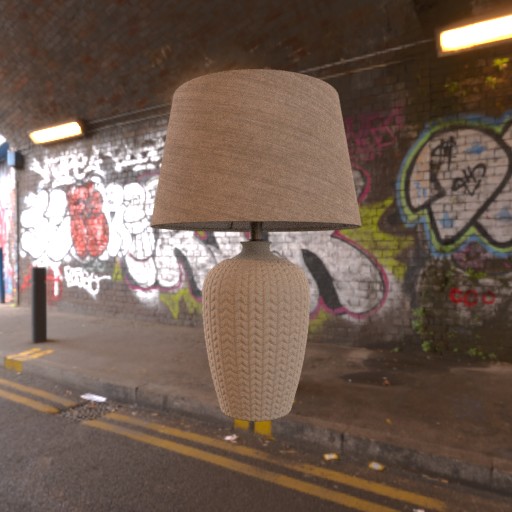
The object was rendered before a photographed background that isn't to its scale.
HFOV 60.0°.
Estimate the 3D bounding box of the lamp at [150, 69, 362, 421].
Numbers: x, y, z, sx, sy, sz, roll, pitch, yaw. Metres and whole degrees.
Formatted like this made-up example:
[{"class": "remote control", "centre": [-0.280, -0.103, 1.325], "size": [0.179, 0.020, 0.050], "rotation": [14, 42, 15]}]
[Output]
[{"class": "lamp", "centre": [0.000, 0.000, 0.840], "size": [0.390, 0.580, 0.390], "rotation": [0, 1, 0]}]
